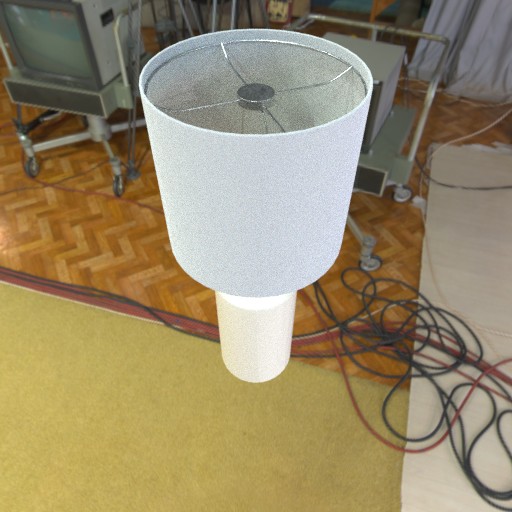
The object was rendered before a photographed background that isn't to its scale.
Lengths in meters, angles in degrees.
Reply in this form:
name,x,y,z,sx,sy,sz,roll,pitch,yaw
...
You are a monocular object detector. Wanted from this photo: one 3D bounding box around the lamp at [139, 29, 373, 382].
name,x,y,z,sx,sy,sz,roll,pitch,yaw
lamp,0.000,0.000,0.587,0.212,0.493,0.212,-16,49,-14
